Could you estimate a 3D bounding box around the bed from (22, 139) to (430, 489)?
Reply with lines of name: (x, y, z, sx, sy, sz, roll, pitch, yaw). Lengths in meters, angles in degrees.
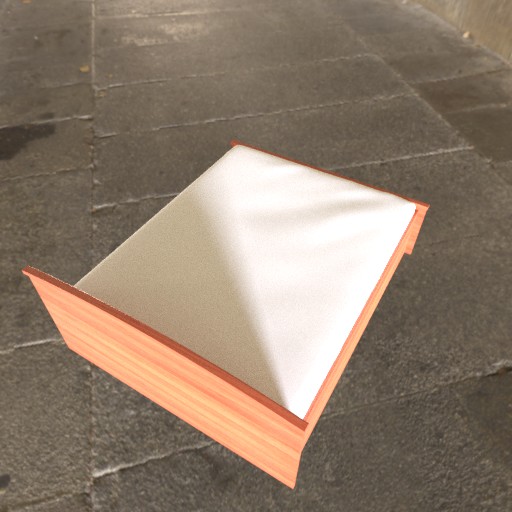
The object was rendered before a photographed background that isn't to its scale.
bed: (0.000, 0.000, 2.931, 1.683, 0.848, 2.053, 23, 51, 21)
